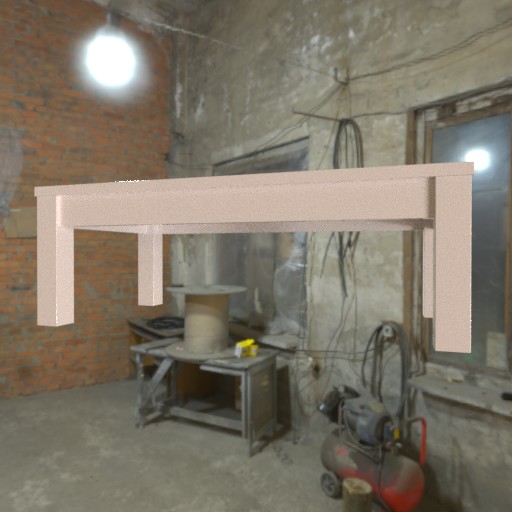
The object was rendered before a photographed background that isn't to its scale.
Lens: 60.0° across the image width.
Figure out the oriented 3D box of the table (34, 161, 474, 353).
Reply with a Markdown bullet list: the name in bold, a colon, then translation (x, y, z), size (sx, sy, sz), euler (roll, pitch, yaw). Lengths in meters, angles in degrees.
- **table**: translation (0.000, 0.000, 1.623), size (1.350, 0.470, 0.700), euler (0, 0, 18)
